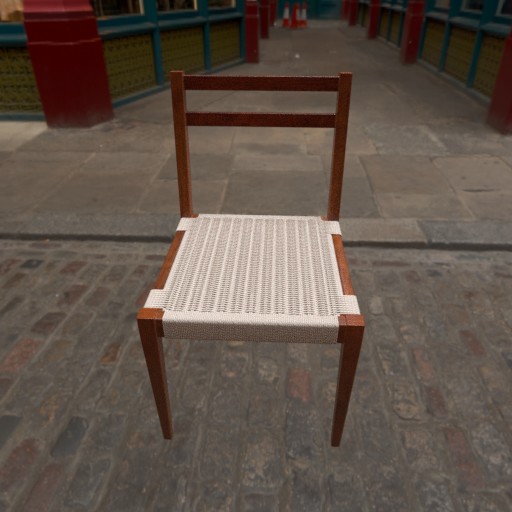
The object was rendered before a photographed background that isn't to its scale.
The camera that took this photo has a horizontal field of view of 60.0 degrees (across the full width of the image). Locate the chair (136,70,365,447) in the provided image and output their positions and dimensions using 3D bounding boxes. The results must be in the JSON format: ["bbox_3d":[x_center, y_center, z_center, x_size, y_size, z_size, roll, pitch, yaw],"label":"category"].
[{"bbox_3d":[0.000,0.000,1.201,0.495,0.851,0.569,1,32,2],"label":"chair"}]
